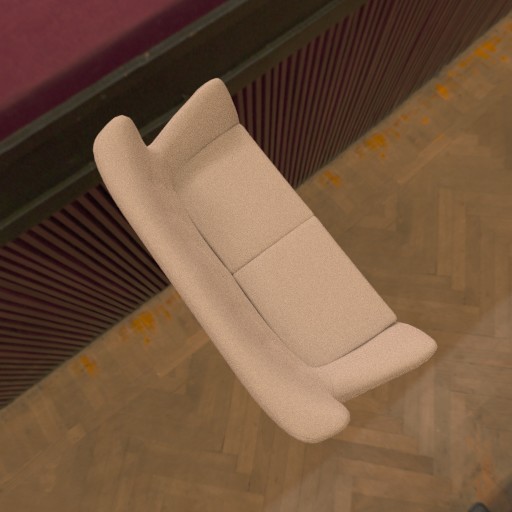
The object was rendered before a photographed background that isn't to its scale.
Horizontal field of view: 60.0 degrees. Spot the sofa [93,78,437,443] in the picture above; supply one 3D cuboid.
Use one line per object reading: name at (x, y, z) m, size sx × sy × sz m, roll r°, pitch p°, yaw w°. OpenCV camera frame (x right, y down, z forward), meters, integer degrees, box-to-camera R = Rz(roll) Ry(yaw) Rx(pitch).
sofa at (0.000, 0.000, 2.484) m, size 0.899 × 0.890 × 1.930 m, roll -36°, pitch 79°, yaw -8°
